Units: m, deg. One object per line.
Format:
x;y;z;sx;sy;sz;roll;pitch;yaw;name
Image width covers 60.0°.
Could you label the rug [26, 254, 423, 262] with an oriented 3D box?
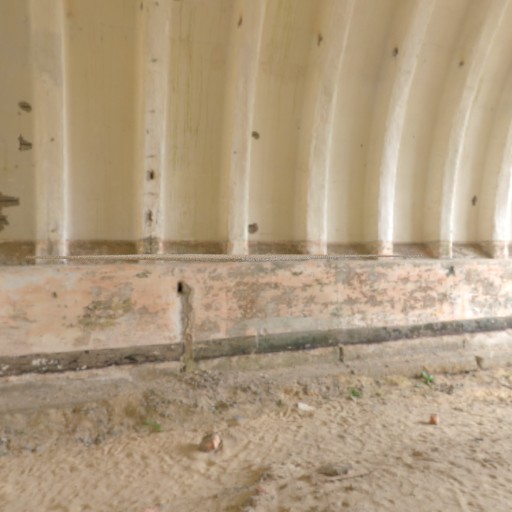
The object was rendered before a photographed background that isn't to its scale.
0.000;0.000;3.022;1.574;0.029;2.346;0;1;36;rug
